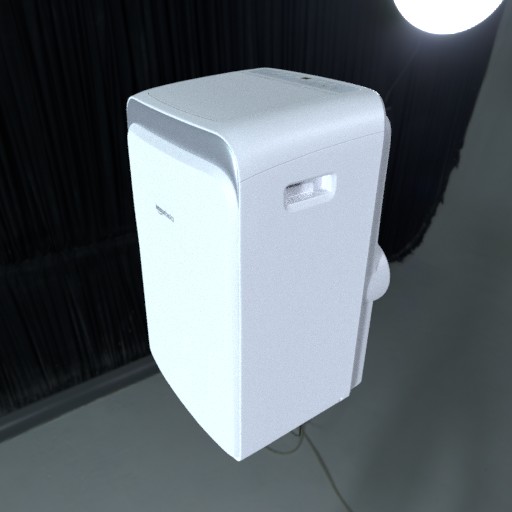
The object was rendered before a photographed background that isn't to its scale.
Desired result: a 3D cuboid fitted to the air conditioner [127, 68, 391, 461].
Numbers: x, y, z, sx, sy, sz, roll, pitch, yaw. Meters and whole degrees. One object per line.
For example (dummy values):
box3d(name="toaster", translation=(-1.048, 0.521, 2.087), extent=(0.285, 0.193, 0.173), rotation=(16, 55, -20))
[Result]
box3d(name="air conditioner", translation=(0.000, 0.000, 1.046), extent=(0.467, 0.765, 0.478), rotation=(-21, 37, -30))
